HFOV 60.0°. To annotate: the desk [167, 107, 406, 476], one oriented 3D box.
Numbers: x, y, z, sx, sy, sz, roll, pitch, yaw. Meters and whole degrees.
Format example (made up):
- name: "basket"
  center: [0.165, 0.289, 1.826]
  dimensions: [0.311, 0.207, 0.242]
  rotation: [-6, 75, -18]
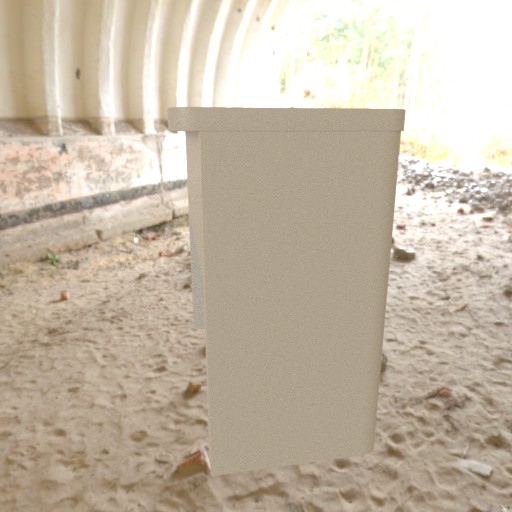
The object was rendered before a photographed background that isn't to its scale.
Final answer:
- name: "desk"
  center: [0.000, 0.000, 1.252]
  dimensions: [0.446, 0.760, 0.790]
  rotation: [-3, 16, -10]
